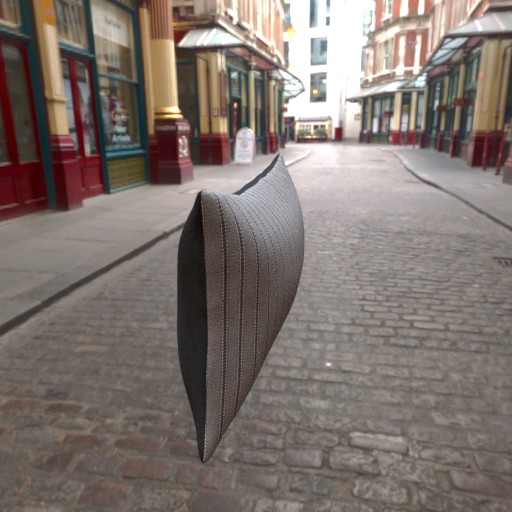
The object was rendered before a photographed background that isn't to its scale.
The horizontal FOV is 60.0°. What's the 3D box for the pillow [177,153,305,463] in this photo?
[{"bbox_3d":[0.000,0.000,0.724,0.151,0.305,0.609,3,15,9],"label":"pillow"}]
